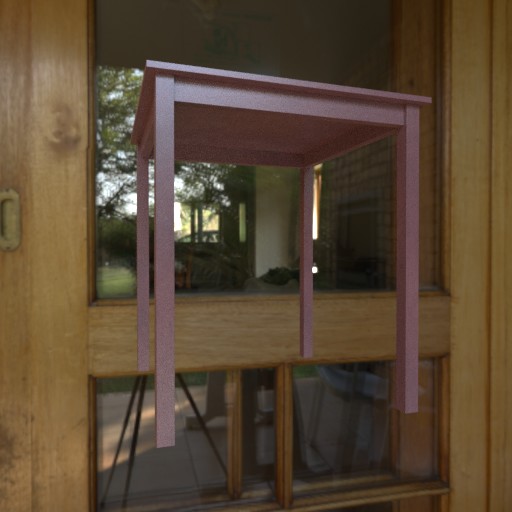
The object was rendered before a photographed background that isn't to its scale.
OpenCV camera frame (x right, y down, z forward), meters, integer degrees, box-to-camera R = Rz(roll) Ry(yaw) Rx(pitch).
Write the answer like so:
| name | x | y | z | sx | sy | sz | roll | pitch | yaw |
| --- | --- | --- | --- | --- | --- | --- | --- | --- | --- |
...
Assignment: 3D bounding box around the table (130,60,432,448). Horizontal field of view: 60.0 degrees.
| name | x | y | z | sx | sy | sz | roll | pitch | yaw |
| --- | --- | --- | --- | --- | --- | --- | --- | --- | --- |
| table | 0.000 | 0.000 | 1.653 | 0.861 | 0.991 | 0.861 | 0 | 1 | -18 |
